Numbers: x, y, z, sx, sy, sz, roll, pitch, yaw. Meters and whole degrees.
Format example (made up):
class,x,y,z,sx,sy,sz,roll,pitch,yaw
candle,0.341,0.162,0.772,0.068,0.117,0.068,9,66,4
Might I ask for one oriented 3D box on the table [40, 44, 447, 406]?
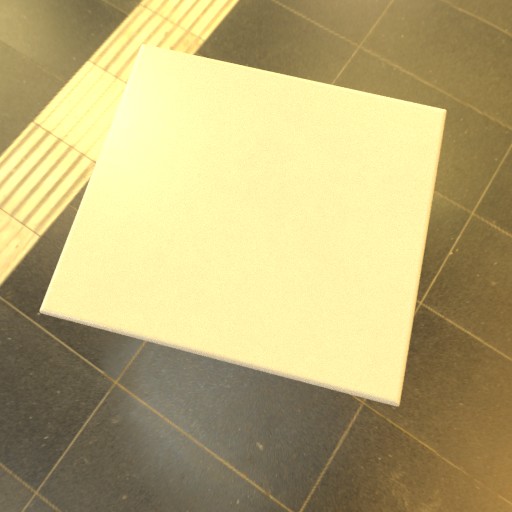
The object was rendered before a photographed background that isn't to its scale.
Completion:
class,x,y,z,sx,sy,sz,roll,pitch,yaw
table,0.000,0.000,0.903,0.488,0.565,0.442,14,75,4
